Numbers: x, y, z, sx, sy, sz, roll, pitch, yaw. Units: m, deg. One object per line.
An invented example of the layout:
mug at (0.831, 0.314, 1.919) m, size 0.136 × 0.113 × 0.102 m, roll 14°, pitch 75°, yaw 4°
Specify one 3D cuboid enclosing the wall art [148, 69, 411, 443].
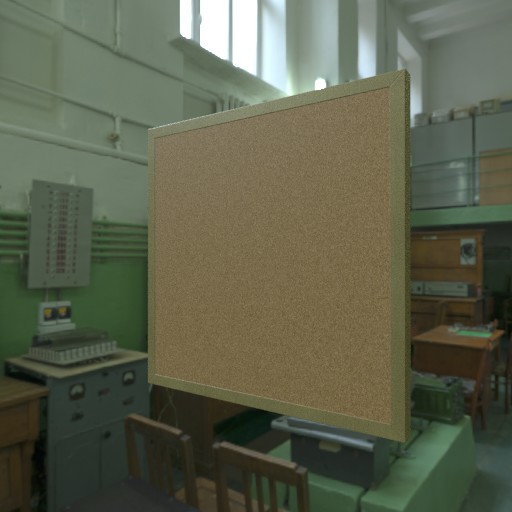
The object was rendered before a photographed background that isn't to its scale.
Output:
wall art at (0.000, 0.000, 1.132) m, size 0.763 × 0.763 × 0.037 m, roll 0°, pitch 0°, yaw 34°
